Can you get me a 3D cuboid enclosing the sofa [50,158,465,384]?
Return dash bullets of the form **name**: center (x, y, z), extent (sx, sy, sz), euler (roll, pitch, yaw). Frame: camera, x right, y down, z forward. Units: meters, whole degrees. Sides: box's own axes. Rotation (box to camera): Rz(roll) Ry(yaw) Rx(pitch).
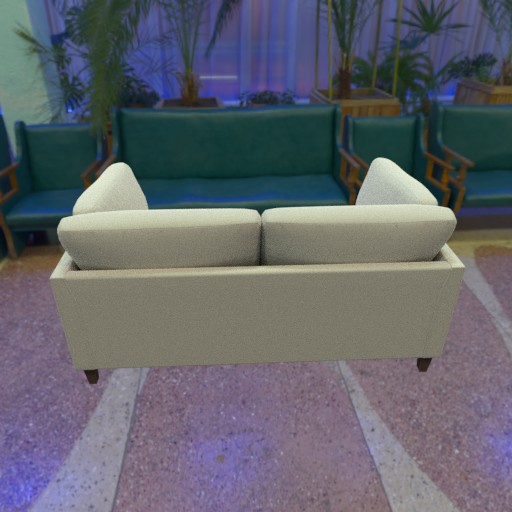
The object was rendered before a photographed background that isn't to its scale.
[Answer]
- **sofa**: center (0.000, 0.000, 2.343), extent (1.776, 0.836, 0.970), euler (-1, 30, -2)
